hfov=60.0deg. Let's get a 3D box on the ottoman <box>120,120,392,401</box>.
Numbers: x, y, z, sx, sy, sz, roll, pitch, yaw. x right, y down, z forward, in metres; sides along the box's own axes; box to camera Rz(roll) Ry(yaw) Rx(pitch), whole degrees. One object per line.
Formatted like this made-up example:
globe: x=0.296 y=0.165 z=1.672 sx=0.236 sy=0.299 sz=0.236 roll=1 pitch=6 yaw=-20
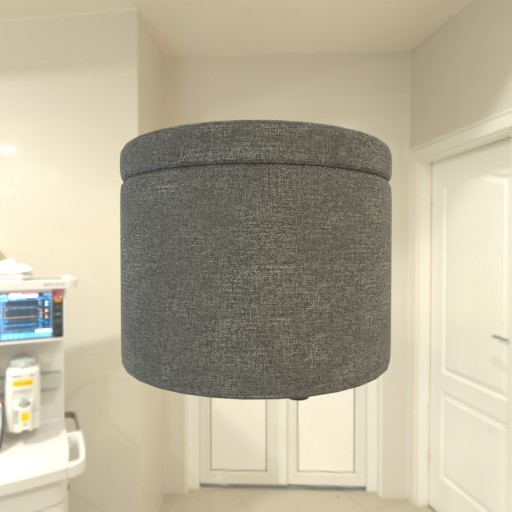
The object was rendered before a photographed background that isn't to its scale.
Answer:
ottoman: x=0.000 y=0.000 z=0.855 sx=0.500 sy=0.419 sz=0.500 roll=0 pitch=1 yaw=0
